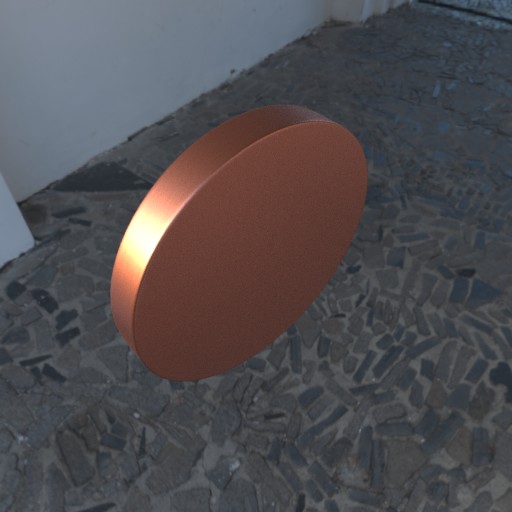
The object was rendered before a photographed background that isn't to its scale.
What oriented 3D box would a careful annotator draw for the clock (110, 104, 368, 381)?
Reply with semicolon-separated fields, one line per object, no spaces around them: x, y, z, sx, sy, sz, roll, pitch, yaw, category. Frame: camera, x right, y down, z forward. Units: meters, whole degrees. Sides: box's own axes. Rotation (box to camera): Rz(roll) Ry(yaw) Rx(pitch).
0.000;0.000;0.474;0.313;0.313;0.040;-32;54;-27;clock
